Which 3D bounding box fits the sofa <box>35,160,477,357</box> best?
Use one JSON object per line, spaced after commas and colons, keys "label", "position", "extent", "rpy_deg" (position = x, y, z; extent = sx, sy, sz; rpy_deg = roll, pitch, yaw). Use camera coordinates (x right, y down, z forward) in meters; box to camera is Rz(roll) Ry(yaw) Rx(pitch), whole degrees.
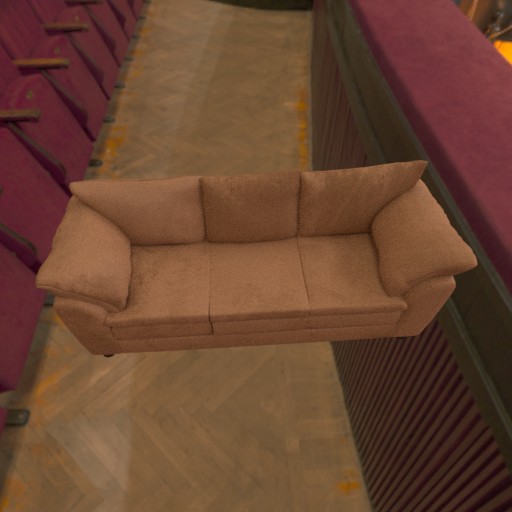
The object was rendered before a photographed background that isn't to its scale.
{"label": "sofa", "position": [0.000, 0.000, 2.830], "extent": [2.377, 0.981, 0.893], "rpy_deg": [-3, 45, -3]}
